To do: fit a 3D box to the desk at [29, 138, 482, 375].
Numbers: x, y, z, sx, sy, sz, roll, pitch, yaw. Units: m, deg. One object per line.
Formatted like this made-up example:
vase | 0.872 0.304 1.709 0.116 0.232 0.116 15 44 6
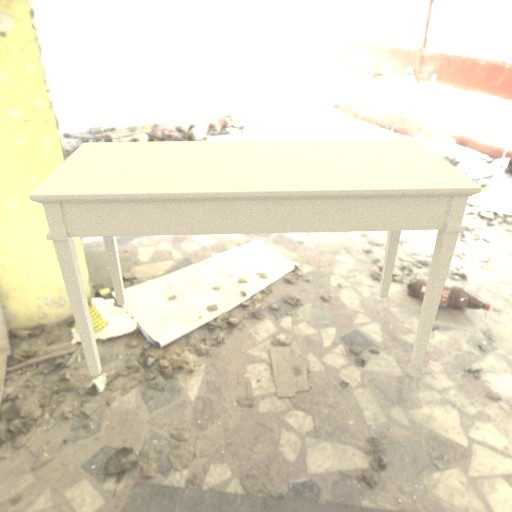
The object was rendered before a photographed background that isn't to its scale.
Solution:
desk | 0.000 0.000 1.774 1.372 0.774 0.559 -1 30 -2
